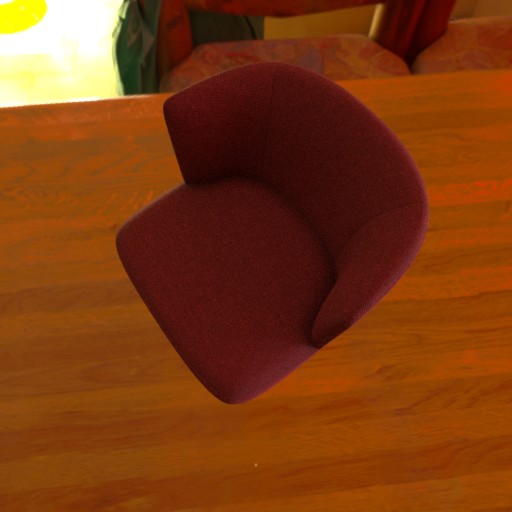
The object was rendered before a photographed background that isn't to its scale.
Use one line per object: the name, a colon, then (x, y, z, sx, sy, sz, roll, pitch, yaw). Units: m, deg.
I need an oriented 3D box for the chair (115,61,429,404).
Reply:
chair: (0.000, 0.000, 1.269, 0.660, 0.760, 0.700, -33, 69, -15)
